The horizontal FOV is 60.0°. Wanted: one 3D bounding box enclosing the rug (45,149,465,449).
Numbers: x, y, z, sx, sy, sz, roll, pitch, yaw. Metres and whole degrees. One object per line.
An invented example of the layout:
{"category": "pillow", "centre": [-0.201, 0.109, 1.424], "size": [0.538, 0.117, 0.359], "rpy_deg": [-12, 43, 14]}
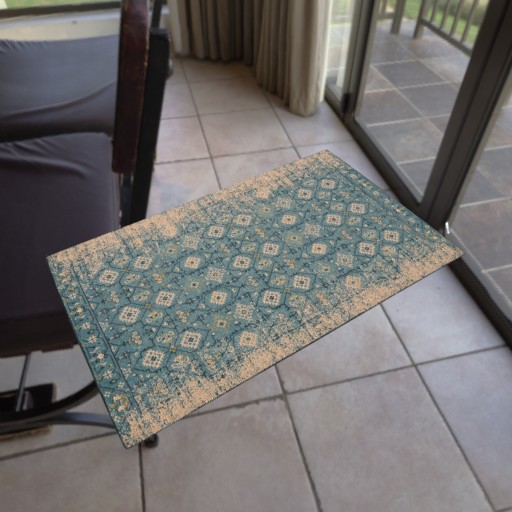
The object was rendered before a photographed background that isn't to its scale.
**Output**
{"category": "rug", "centre": [0.000, 0.000, 2.202], "size": [1.795, 0.008, 1.102], "rpy_deg": [-25, 51, -22]}
